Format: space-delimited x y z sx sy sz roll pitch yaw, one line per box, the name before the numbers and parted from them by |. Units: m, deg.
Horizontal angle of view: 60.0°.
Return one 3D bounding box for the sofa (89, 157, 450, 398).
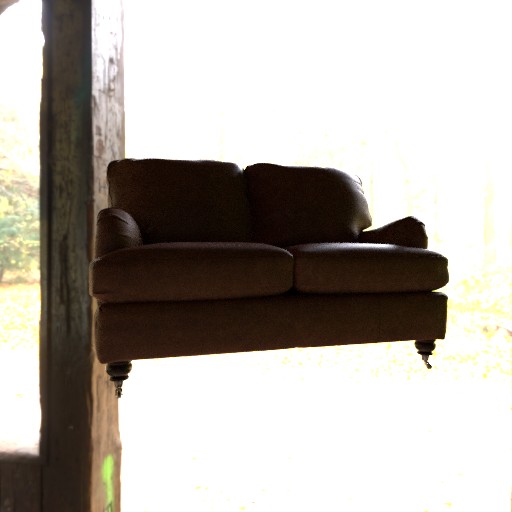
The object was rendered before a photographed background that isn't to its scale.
sofa | 0.000 0.000 2.229 1.527 1.004 1.077 0 1 -17
